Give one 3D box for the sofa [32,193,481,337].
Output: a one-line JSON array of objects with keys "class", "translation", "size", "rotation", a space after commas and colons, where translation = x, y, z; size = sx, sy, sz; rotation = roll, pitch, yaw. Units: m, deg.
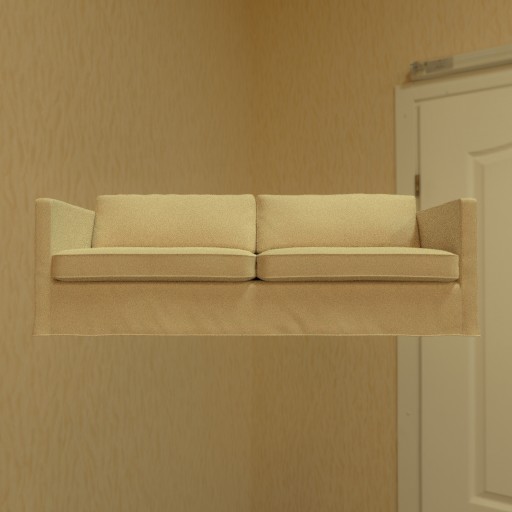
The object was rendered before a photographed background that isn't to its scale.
[{"class": "sofa", "translation": [0.000, 0.000, 3.208], "size": [2.779, 0.999, 1.036], "rotation": [0, -1, 0]}]
